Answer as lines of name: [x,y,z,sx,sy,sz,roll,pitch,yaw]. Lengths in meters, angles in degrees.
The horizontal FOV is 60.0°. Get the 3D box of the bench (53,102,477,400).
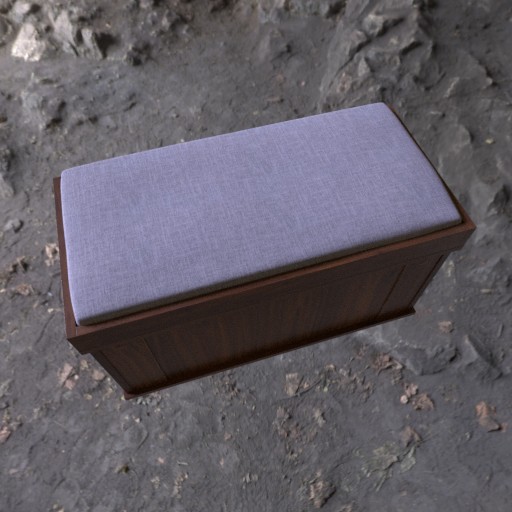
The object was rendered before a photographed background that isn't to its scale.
bench: [0.000,0.000,1.015,0.734,0.461,0.362,-15,59,-9]
